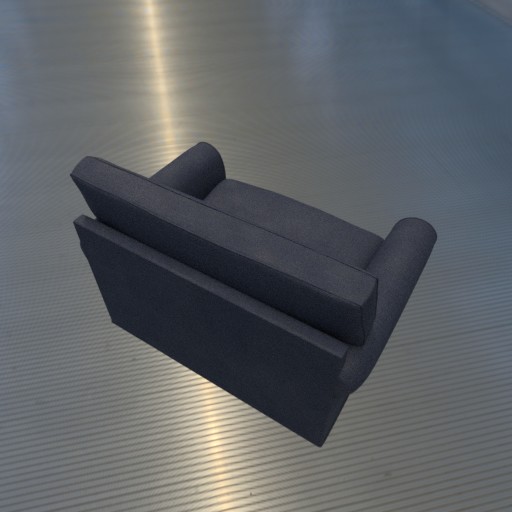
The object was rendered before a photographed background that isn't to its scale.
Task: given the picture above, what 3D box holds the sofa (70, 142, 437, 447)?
[{"bbox_3d":[0.000,0.000,2.096,1.405,1.004,0.938,24,50,22],"label":"sofa"}]
